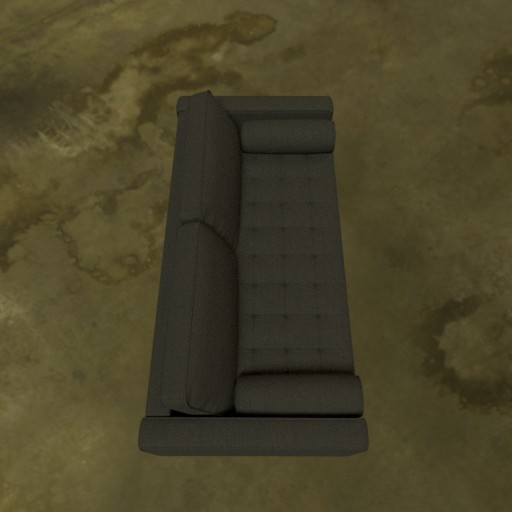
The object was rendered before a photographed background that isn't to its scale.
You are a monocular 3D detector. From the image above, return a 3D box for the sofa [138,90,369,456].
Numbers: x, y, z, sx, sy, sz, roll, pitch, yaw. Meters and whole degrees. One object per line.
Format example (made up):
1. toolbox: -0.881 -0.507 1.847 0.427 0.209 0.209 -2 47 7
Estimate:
1. sofa: 0.000 0.000 2.283 0.914 0.759 1.875 0 63 0
